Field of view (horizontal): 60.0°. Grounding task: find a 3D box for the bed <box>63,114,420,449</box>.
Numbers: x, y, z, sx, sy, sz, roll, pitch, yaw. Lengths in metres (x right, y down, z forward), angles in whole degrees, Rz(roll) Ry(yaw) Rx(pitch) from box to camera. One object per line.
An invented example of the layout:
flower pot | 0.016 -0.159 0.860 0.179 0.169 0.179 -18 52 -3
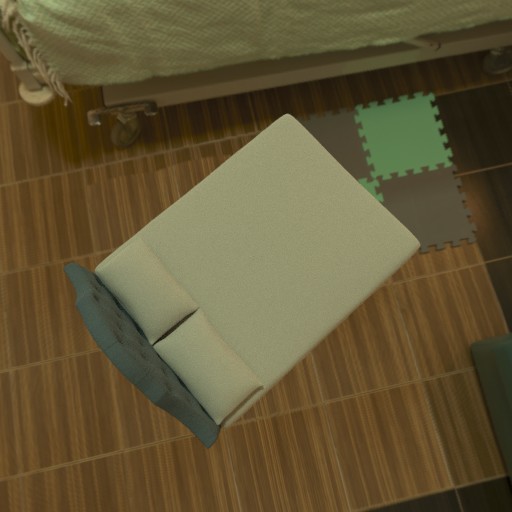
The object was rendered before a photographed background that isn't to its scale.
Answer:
bed | 0.000 0.000 3.266 2.155 1.575 1.636 -41 80 -9
